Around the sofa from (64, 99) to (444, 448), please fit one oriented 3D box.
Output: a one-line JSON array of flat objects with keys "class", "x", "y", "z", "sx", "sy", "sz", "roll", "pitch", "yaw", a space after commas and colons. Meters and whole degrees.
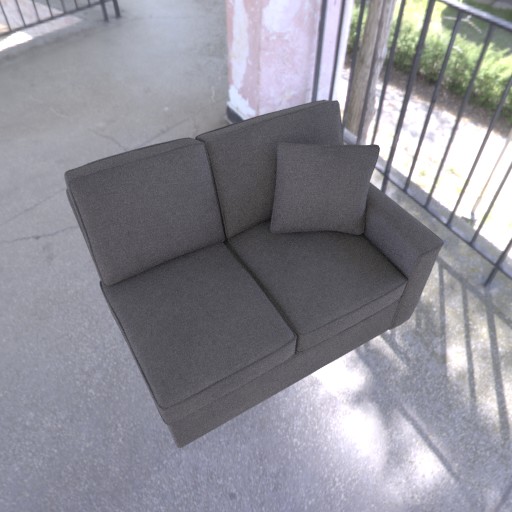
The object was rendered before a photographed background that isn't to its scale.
[{"class": "sofa", "x": 0.000, "y": 0.000, "z": 2.100, "sx": 1.388, "sy": 0.989, "sz": 0.991, "roll": -23, "pitch": 51, "yaw": -20}]
